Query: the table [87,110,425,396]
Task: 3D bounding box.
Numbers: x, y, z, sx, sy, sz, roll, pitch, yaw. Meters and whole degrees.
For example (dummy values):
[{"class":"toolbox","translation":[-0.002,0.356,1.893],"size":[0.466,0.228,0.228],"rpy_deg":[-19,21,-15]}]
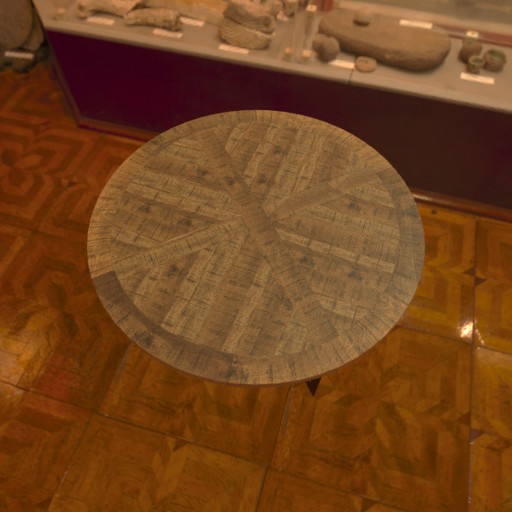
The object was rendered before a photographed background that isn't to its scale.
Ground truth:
[{"class":"table","translation":[0.000,0.000,1.905],"size":[1.264,0.516,1.264],"rpy_deg":[0,57,0]}]
